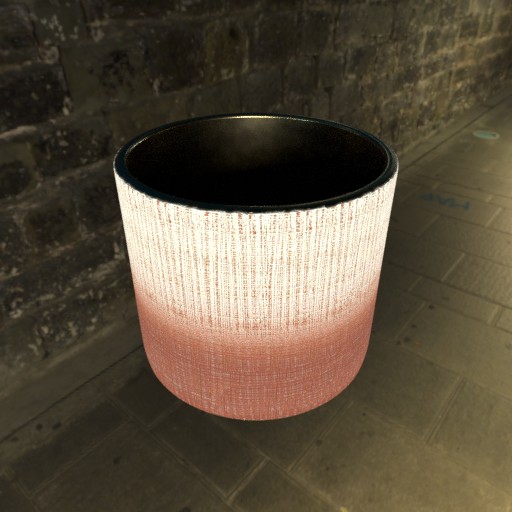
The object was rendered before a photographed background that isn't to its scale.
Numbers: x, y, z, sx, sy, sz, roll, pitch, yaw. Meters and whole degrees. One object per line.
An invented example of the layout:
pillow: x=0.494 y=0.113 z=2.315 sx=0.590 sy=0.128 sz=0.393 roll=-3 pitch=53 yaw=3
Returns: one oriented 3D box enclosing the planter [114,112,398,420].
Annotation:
planter: x=0.000 y=0.000 z=0.402 sx=0.221 sy=0.201 sz=0.221 roll=0 pitch=33 yaw=0
